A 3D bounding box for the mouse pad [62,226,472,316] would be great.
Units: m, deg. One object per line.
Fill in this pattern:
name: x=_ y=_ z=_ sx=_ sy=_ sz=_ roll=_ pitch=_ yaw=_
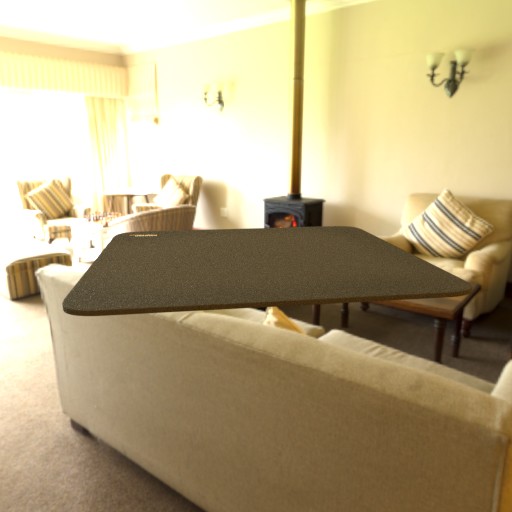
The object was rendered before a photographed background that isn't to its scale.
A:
mouse pad: x=0.000 y=0.000 z=0.327 sx=0.229 sy=0.003 sz=0.203 roll=-2 pitch=14 yaw=-8
